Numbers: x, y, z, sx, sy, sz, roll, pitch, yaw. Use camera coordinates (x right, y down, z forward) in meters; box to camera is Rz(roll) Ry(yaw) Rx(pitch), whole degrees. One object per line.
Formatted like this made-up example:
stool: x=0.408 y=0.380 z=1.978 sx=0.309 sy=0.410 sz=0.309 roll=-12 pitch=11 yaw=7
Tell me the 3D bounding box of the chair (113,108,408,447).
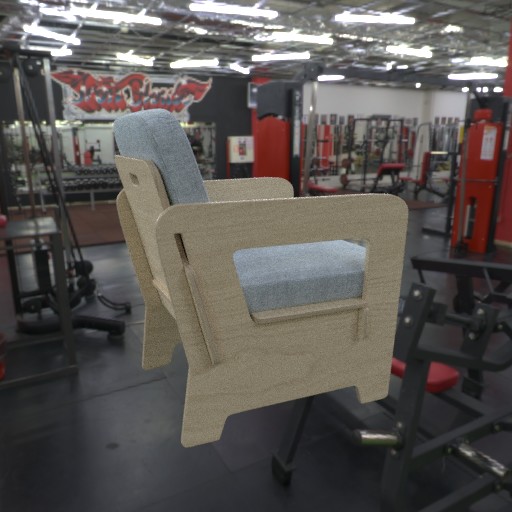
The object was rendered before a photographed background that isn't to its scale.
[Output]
chair: x=0.000 y=0.000 z=1.307 sx=0.710 sy=0.800 sz=0.590 roll=-7 pitch=16 yaw=-26
